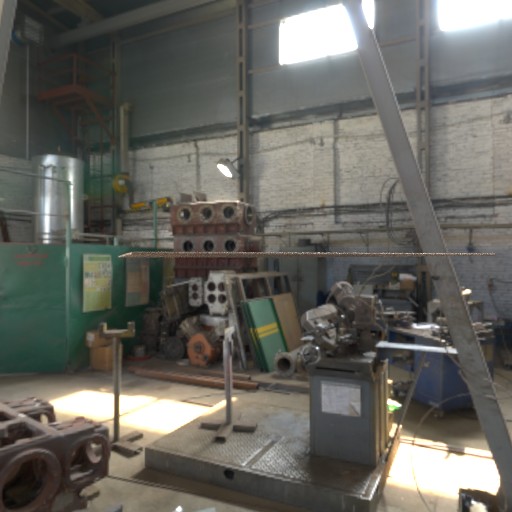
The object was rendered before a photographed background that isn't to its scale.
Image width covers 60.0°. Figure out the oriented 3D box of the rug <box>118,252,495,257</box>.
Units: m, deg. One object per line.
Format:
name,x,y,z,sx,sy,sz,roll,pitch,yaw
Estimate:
rug,0.000,0.000,4.218,2.448,0.013,3.205,0,0,-18
